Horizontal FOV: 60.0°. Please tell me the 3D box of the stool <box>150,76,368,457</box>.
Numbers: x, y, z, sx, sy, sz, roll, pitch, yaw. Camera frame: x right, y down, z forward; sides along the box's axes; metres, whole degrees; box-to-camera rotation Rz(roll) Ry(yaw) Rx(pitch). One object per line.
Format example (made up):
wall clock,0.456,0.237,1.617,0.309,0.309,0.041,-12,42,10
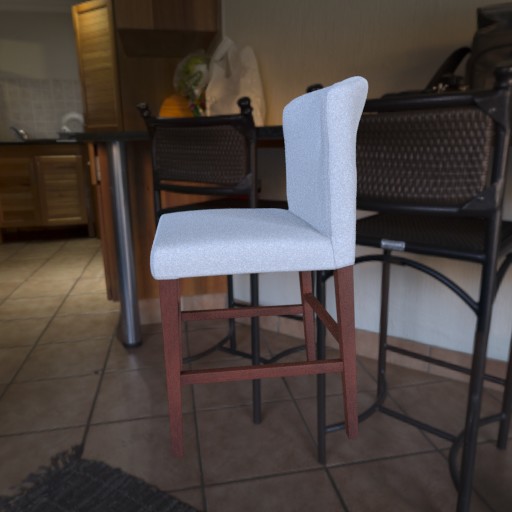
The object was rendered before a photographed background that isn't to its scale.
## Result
stool,0.000,0.000,1.291,0.568,0.968,0.479,-2,15,-9
